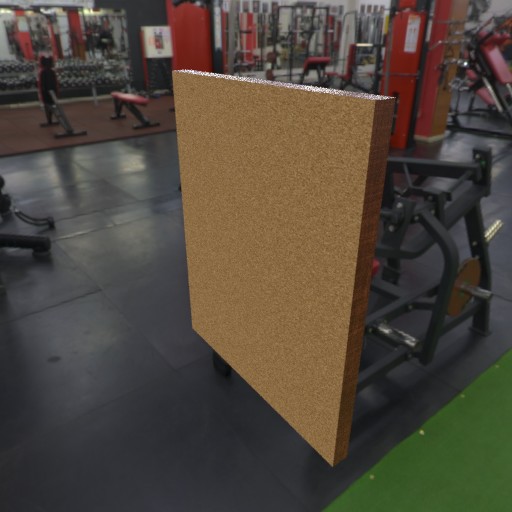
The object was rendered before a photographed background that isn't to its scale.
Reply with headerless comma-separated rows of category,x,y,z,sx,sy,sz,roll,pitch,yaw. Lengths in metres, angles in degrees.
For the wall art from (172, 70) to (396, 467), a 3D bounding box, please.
wall art,0.000,0.000,0.768,0.033,0.567,0.467,-18,32,-32
